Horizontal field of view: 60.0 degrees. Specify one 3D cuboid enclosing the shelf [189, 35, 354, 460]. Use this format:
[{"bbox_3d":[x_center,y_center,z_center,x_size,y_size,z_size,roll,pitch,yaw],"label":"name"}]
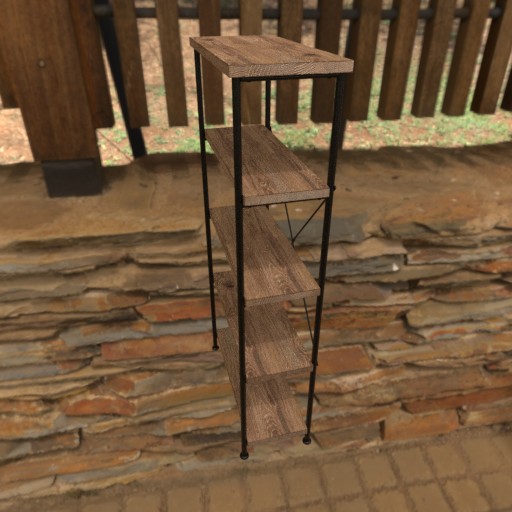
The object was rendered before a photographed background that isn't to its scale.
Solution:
[{"bbox_3d":[0.000,0.000,1.978,0.360,1.700,0.800,-8,32,-13],"label":"shelf"}]
